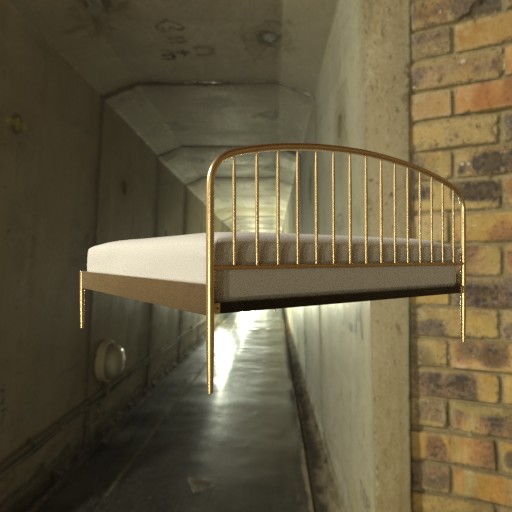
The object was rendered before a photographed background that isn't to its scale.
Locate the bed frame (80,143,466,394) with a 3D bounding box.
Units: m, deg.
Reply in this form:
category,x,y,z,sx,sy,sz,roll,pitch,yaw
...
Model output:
category,x,y,z,sx,sy,sz,roll,pitch,yaw
bed frame,0.000,0.000,3.329,2.016,1.174,2.152,0,0,-35
